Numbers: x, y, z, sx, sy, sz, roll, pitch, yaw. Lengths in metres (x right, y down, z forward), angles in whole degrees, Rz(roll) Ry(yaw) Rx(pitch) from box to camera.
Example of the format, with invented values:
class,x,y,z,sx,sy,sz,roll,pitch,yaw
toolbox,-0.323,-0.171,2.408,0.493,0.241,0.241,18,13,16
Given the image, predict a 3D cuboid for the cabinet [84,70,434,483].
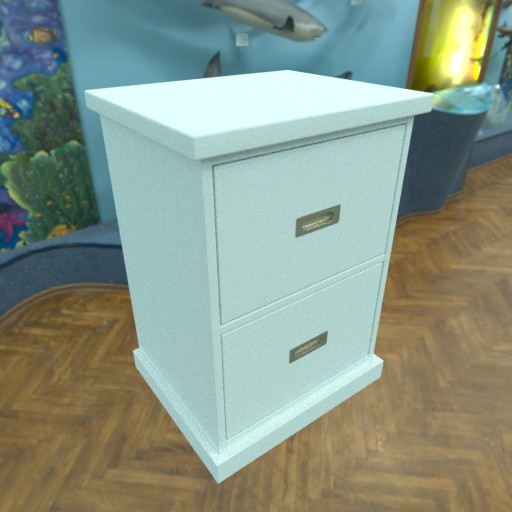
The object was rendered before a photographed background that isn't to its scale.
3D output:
class,x,y,z,sx,sy,sz,roll,pitch,yaw
cabinet,0.000,0.000,1.027,0.520,0.723,0.431,-20,35,-31
